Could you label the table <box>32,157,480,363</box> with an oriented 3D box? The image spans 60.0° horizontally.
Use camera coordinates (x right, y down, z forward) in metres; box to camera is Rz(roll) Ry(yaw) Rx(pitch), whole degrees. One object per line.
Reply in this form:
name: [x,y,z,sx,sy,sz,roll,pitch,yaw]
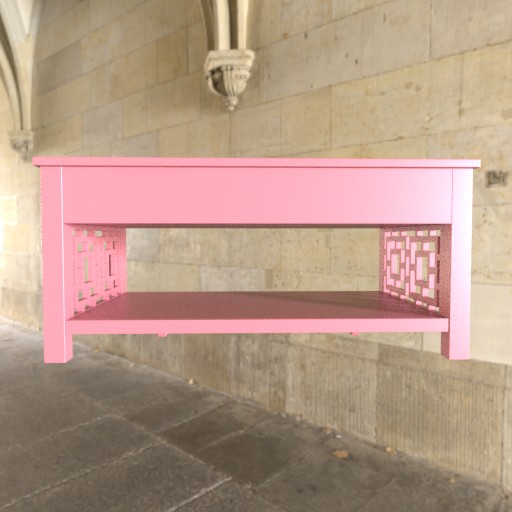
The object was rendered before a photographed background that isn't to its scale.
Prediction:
table: [0.000,0.000,1.371,1.068,0.493,0.612,0,2,-2]
